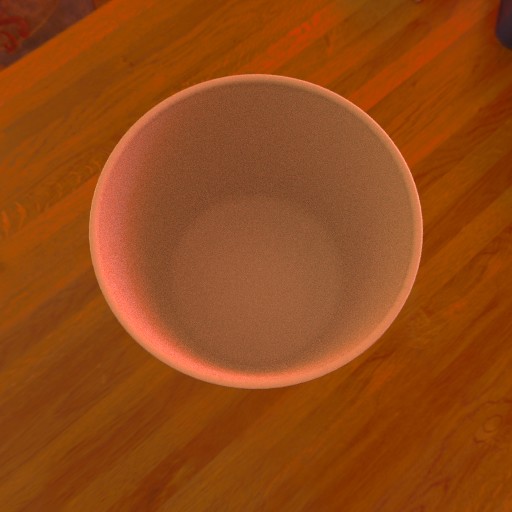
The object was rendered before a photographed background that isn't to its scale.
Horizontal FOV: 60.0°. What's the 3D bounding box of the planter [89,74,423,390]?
[{"bbox_3d":[0.000,0.000,0.777,0.440,0.398,0.440,0,75,0],"label":"planter"}]
